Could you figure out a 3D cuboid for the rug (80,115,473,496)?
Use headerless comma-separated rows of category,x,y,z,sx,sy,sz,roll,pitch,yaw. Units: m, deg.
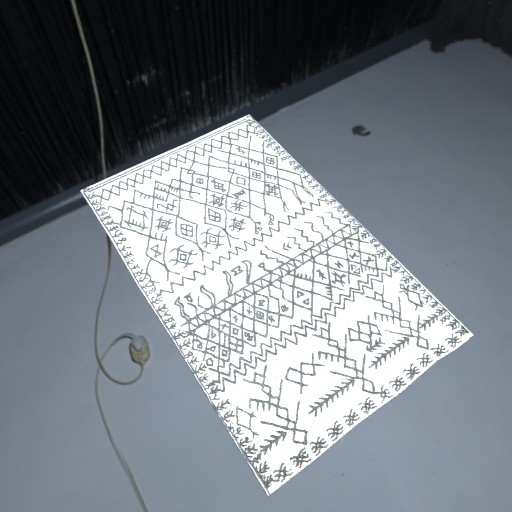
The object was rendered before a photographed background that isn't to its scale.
rug,0.000,0.000,3.003,1.530,0.012,2.444,-30,62,-18
